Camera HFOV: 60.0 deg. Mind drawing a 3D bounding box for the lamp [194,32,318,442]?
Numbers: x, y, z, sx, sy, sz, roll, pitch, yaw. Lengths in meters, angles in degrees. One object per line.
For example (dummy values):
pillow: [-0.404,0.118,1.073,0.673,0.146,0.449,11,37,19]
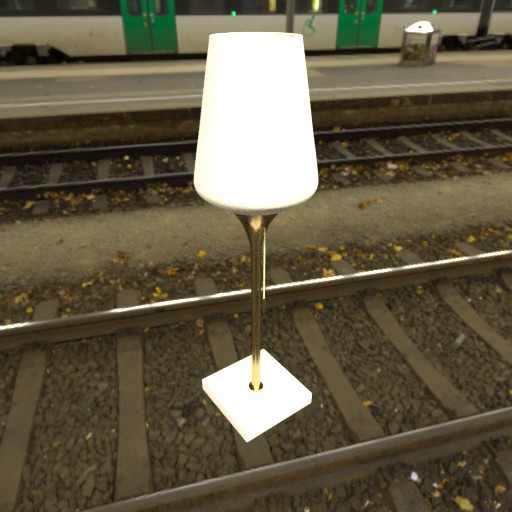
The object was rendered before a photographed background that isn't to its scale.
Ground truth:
lamp: [0.000,0.000,0.715,0.181,0.639,0.181,-20,36,-31]
